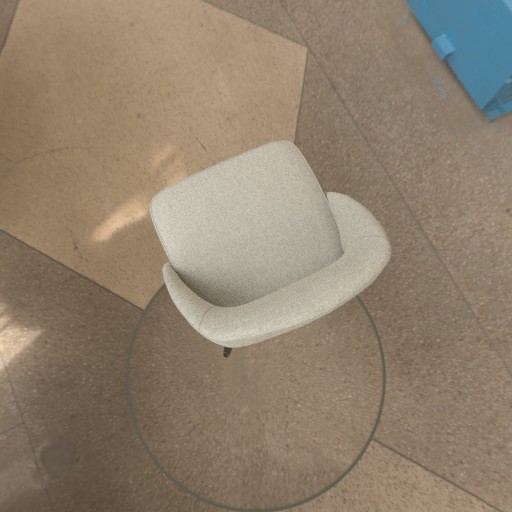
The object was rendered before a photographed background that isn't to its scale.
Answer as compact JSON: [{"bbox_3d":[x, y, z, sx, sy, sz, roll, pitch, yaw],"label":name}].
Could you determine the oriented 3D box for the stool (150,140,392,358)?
[{"bbox_3d":[0.000,0.000,1.285,0.494,0.940,0.509,-25,77,-6],"label":"stool"}]
